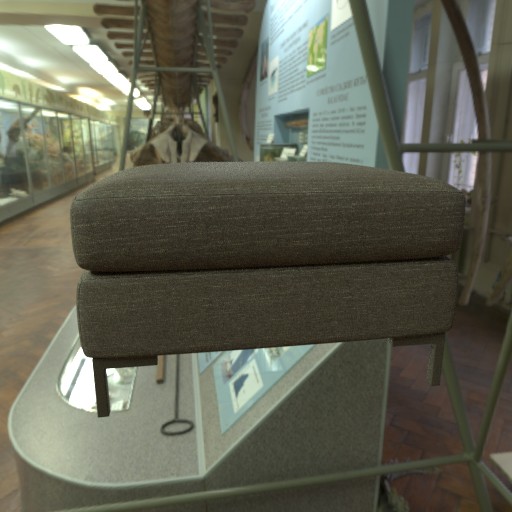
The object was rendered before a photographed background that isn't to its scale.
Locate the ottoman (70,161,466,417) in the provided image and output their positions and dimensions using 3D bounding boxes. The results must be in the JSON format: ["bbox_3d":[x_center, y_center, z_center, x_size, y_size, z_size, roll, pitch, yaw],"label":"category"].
[{"bbox_3d":[0.000,0.000,1.205,0.820,0.490,0.671,-2,15,-9],"label":"ottoman"}]
